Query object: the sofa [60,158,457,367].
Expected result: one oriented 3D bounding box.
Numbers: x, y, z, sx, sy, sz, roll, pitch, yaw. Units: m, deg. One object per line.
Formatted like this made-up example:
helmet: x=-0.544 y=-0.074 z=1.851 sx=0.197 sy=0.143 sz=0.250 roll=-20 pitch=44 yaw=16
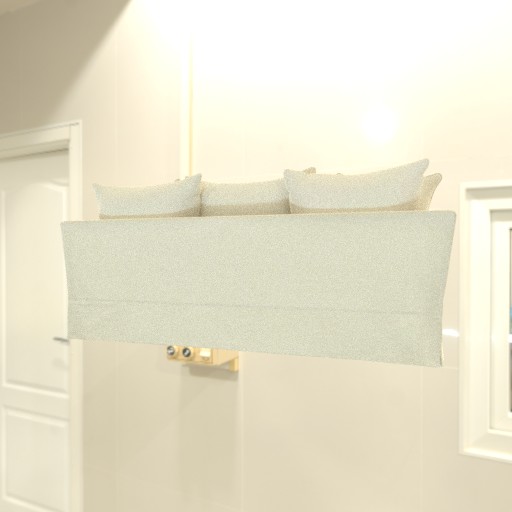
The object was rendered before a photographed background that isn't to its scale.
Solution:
sofa: x=0.000 y=0.000 z=2.874 sx=2.290 sy=1.034 sz=1.031 roll=0 pitch=1 yaw=19
